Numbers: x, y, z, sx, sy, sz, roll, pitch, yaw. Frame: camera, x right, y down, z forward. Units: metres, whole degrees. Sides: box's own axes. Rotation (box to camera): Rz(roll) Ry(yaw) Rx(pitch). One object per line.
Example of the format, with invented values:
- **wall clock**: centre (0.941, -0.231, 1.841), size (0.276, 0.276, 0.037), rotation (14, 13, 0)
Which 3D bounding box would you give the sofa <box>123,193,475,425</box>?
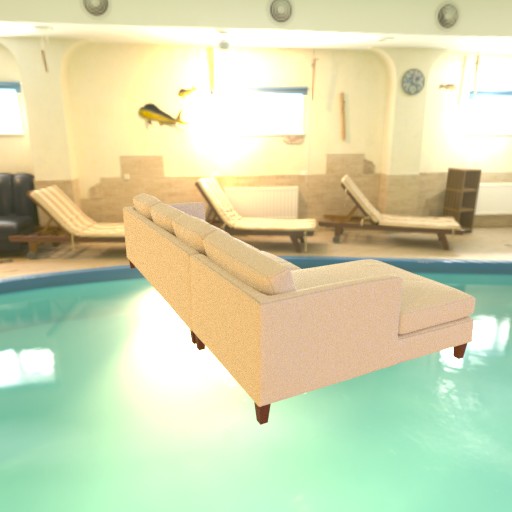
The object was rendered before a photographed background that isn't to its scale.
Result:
- **sofa**: centre (0.000, 0.000, 3.872), size (1.625, 0.846, 3.186), rotation (-8, 18, -26)
